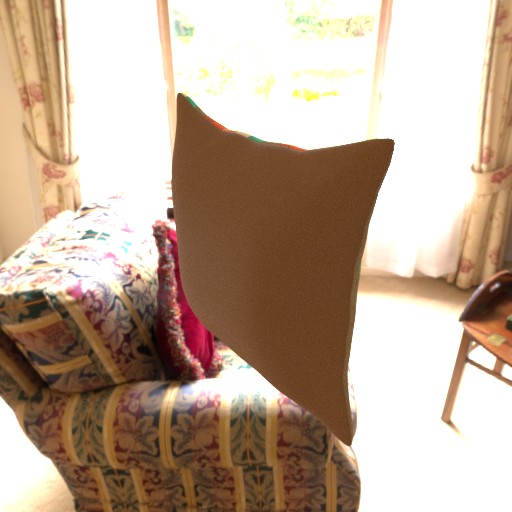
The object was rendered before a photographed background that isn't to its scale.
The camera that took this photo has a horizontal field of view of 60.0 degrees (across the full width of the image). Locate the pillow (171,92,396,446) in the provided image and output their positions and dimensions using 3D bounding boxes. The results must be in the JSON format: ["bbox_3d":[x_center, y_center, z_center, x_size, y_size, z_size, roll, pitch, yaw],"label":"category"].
[{"bbox_3d":[0.000,0.000,0.695,0.168,0.443,0.453,-18,32,-32],"label":"pillow"}]
